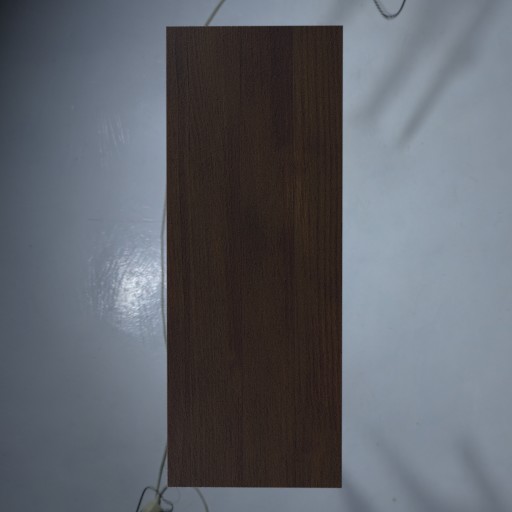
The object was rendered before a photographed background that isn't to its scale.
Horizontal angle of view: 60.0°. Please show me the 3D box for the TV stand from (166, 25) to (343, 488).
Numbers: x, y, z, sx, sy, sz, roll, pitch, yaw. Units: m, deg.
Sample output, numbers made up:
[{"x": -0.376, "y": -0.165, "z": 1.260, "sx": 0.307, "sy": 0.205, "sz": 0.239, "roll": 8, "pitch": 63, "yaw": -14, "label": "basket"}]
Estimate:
[{"x": 0.000, "y": 0.000, "z": 1.429, "sx": 0.406, "sy": 0.813, "sz": 1.067, "roll": 0, "pitch": 91, "yaw": 1, "label": "TV stand"}]
